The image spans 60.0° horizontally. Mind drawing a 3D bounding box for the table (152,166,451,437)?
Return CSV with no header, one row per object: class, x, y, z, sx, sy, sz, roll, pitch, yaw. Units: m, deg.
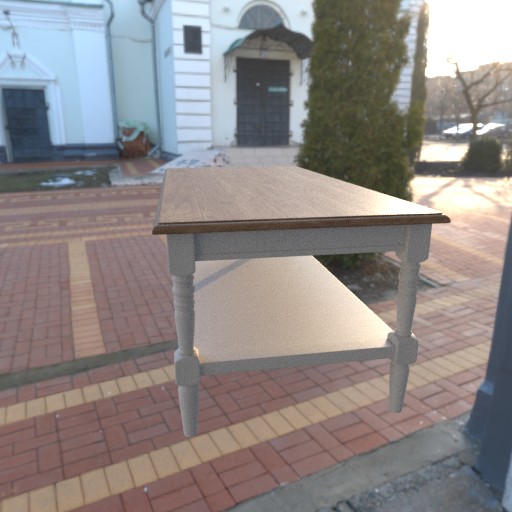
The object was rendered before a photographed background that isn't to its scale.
table,0.000,0.000,1.390,0.559,0.458,1.118,-3,16,-10
